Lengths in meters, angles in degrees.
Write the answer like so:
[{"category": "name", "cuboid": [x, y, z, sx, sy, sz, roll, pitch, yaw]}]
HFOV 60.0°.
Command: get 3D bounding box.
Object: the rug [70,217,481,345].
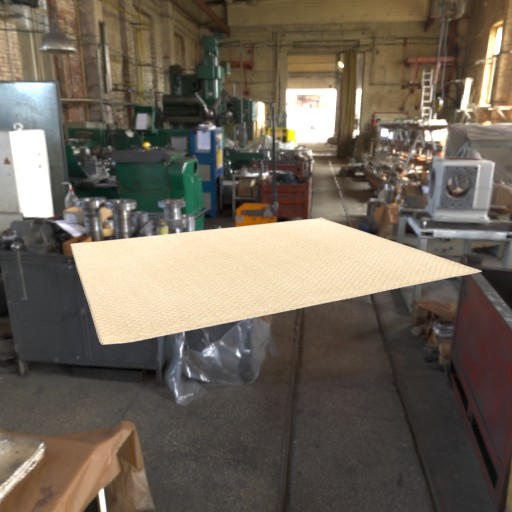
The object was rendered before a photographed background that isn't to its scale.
[{"category": "rug", "cuboid": [0.000, 0.000, 3.901, 2.897, 0.035, 2.277, -8, 18, -25]}]
